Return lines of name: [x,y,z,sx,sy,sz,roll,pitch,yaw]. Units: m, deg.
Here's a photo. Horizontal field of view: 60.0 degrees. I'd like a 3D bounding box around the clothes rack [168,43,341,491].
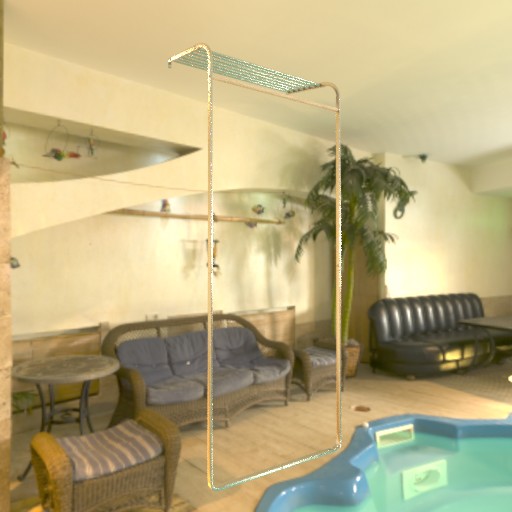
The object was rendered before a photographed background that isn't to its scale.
clothes rack: [0.000,0.000,1.780,0.609,1.574,0.349,0,-1,-35]
